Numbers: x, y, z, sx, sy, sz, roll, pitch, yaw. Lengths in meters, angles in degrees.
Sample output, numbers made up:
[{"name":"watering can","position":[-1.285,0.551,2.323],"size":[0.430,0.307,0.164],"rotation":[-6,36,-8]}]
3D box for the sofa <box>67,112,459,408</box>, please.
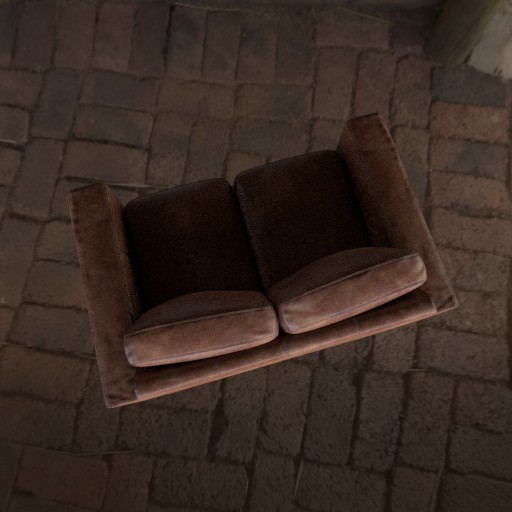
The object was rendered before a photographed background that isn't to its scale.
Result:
[{"name":"sofa","position":[0.000,0.000,2.221],"size":[1.626,0.889,1.041],"rotation":[-15,75,-4]}]
